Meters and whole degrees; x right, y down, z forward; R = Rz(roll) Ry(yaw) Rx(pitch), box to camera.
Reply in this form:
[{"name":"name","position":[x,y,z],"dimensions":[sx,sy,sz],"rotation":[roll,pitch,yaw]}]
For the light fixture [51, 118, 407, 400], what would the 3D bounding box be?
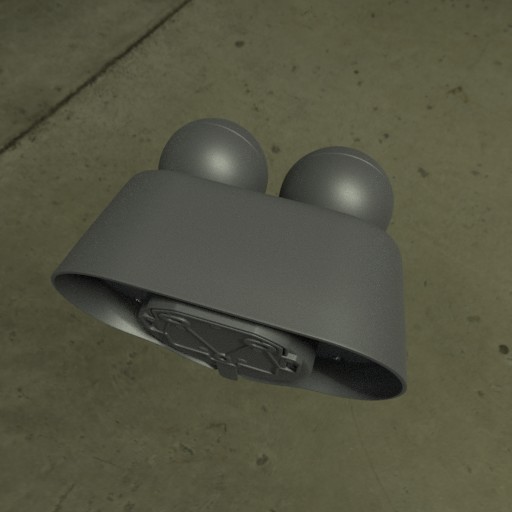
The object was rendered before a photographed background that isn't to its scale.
[{"name":"light fixture","position":[0.000,0.000,0.334],"dimensions":[0.229,0.159,0.159],"rotation":[15,63,8]}]
